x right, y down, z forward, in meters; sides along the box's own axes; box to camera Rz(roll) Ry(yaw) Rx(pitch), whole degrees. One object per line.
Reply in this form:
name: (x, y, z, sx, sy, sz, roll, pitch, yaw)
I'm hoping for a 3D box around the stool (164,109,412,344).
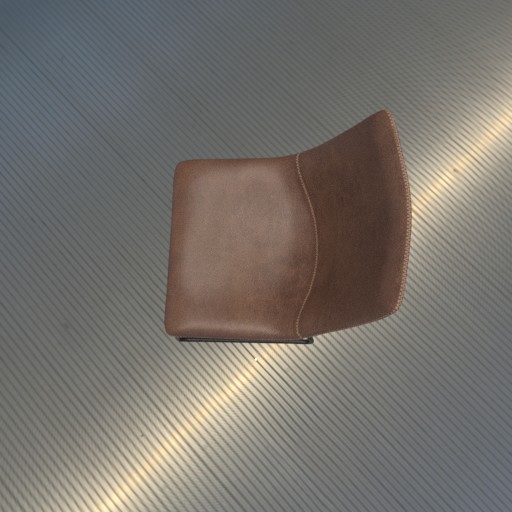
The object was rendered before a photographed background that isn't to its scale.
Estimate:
stool: (0.000, 0.000, 1.208, 0.550, 0.890, 0.460, 1, 77, 0)
